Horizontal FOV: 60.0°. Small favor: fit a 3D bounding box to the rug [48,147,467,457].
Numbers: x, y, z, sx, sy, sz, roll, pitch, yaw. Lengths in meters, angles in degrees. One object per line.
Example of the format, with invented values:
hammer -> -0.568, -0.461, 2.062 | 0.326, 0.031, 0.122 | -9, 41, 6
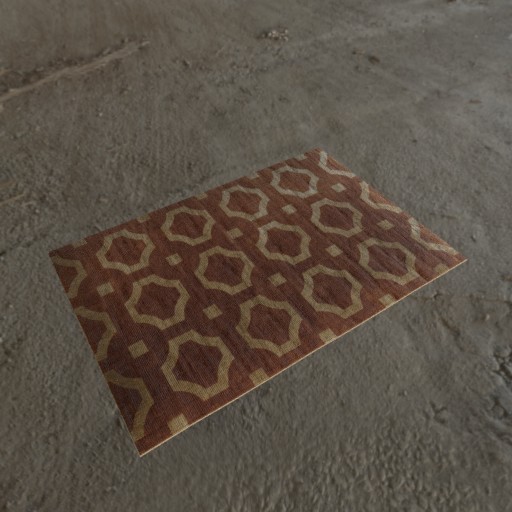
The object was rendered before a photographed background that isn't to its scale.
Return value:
rug -> 0.000, 0.000, 2.915 | 2.286, 0.016, 1.555 | -25, 52, -22
